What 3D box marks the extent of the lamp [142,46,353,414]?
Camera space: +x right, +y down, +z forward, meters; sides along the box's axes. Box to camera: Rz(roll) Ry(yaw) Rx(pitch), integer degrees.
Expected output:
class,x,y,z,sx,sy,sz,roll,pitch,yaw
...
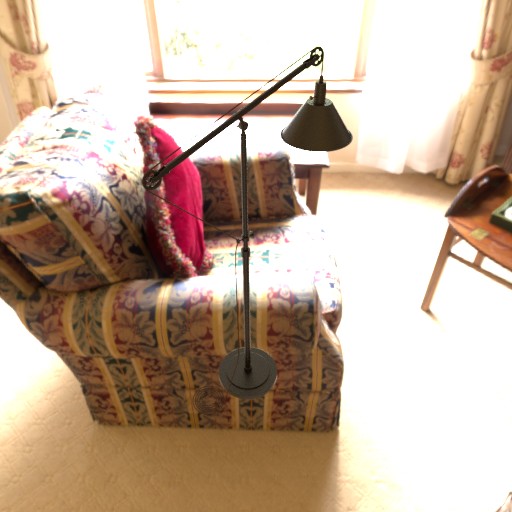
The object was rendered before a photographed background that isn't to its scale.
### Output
class,x,y,z,sx,sy,sz,roll,pitch,yaw
lamp,0.000,0.000,1.938,0.904,1.626,0.319,-27,47,-28
